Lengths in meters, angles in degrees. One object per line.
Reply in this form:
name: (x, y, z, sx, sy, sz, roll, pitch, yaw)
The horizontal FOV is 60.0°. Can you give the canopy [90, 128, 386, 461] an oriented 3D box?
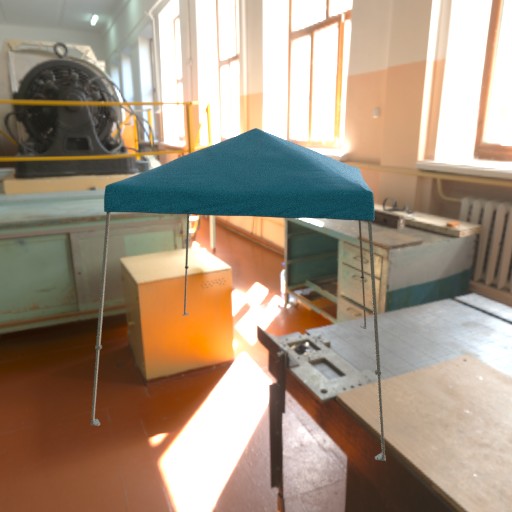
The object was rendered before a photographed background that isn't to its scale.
canopy: (0.000, 0.000, 5.137, 2.848, 2.849, 2.849, 3, 16, 10)
